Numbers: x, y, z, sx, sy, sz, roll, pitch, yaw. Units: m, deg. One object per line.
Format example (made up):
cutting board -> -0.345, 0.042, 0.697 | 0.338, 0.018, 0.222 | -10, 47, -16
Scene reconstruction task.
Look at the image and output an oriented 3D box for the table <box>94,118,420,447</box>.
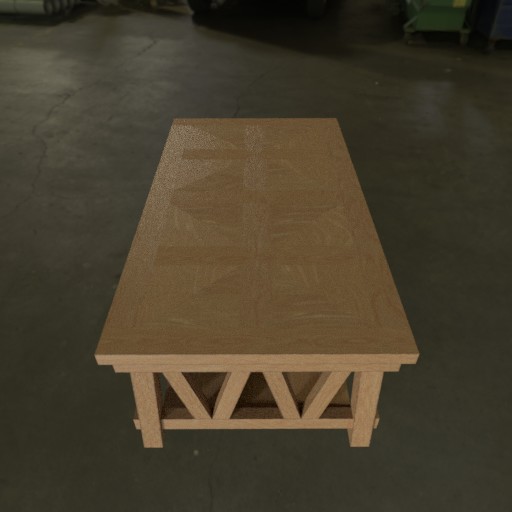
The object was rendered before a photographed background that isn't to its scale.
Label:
table -> 0.000, 0.000, 1.618 | 0.711, 0.507, 1.270 | 0, 40, 0
